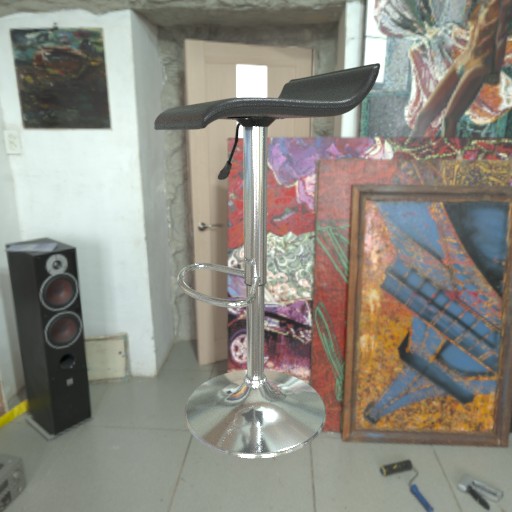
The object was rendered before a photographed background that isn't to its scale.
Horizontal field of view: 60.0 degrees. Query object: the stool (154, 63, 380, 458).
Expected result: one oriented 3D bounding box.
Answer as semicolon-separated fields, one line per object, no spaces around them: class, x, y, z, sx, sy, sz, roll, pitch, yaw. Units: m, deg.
stool;0.000;0.000;1.079;0.381;0.851;0.381;-7;17;-24
